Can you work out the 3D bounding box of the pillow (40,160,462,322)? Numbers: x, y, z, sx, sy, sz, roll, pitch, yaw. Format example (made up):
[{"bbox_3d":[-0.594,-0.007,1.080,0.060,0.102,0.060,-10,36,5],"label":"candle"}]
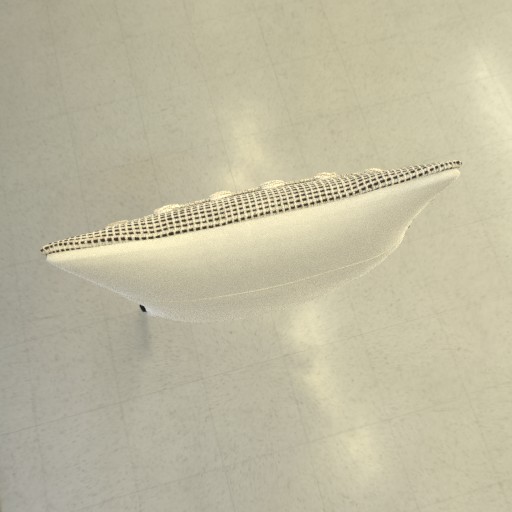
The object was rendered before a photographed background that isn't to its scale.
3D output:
[{"bbox_3d":[0.000,0.000,0.651,0.436,0.438,0.156,-12,76,-3],"label":"pillow"}]
